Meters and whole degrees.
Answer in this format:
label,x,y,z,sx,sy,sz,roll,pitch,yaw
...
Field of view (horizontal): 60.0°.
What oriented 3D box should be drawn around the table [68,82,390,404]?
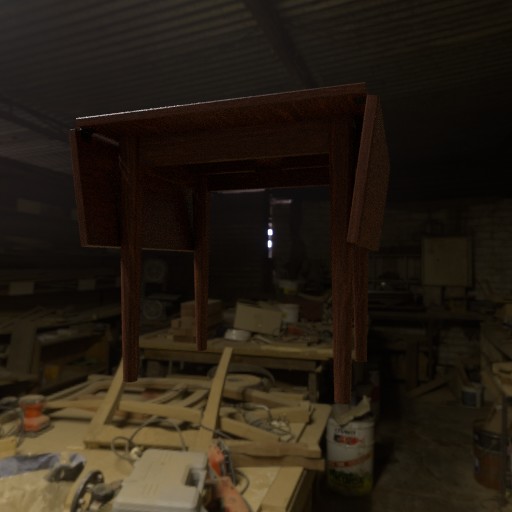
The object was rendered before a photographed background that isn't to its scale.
label,x,y,z,sx,sy,sz,roll,pitch,yaw
table,0.000,0.000,1.488,0.843,0.763,0.812,0,-1,19
